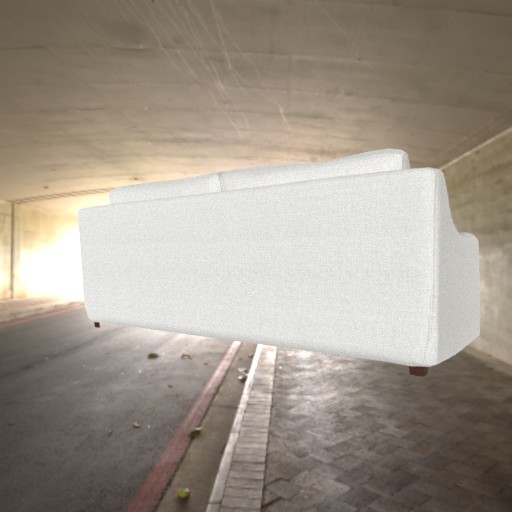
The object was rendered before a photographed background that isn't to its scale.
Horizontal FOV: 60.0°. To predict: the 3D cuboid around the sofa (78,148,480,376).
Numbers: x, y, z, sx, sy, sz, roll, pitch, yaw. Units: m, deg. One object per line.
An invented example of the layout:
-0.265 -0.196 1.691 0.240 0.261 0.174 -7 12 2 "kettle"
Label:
0.000 0.000 2.846 2.470 1.022 1.009 0 -1 36 "sofa"
